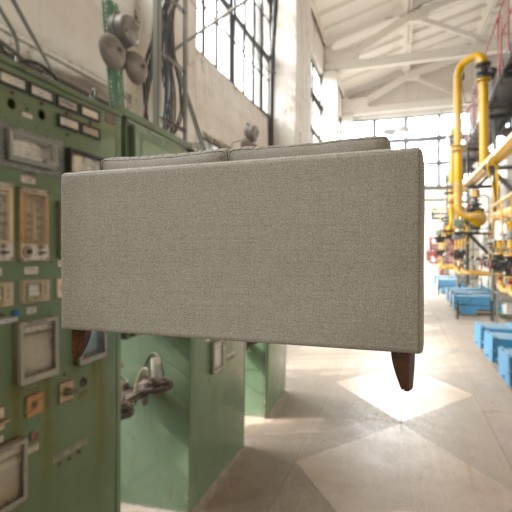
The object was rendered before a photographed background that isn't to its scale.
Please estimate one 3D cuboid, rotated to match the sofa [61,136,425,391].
[{"bbox_3d":[0.000,0.000,2.033,1.422,0.863,0.915,0,0,19],"label":"sofa"}]
